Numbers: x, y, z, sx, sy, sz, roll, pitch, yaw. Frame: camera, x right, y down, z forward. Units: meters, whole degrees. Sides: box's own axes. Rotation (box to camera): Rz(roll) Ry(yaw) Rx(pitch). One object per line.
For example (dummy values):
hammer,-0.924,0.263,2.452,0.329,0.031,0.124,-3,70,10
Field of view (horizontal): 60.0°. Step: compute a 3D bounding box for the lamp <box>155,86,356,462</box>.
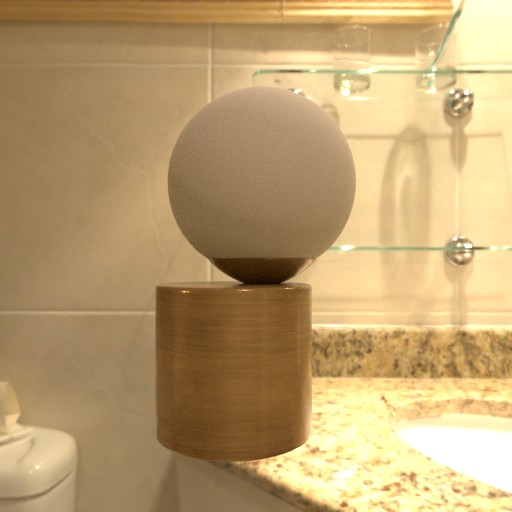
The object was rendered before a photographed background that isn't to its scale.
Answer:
lamp,0.000,0.000,0.336,0.152,0.250,0.141,1,-1,-37
